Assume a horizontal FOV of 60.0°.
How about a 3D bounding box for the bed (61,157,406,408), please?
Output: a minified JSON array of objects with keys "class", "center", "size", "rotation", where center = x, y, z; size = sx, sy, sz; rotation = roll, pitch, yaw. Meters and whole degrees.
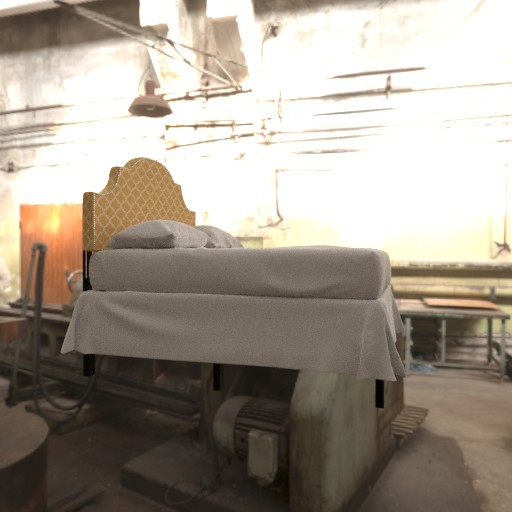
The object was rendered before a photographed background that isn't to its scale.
[{"class":"bed","center":[0.000,0.000,3.461],"size":[2.222,1.633,1.780],"rotation":[0,1,18]}]
